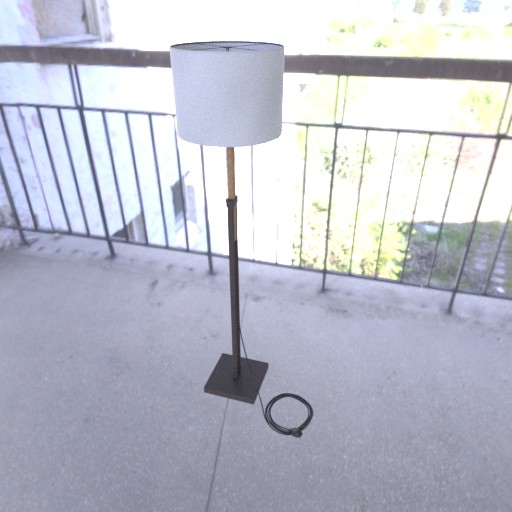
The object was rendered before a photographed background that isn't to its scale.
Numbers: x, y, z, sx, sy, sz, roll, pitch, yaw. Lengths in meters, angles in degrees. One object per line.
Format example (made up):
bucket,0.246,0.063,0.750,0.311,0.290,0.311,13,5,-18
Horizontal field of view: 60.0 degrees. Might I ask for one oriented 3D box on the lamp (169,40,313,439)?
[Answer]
lamp,0.000,0.000,1.929,0.639,1.650,0.474,9,31,15
